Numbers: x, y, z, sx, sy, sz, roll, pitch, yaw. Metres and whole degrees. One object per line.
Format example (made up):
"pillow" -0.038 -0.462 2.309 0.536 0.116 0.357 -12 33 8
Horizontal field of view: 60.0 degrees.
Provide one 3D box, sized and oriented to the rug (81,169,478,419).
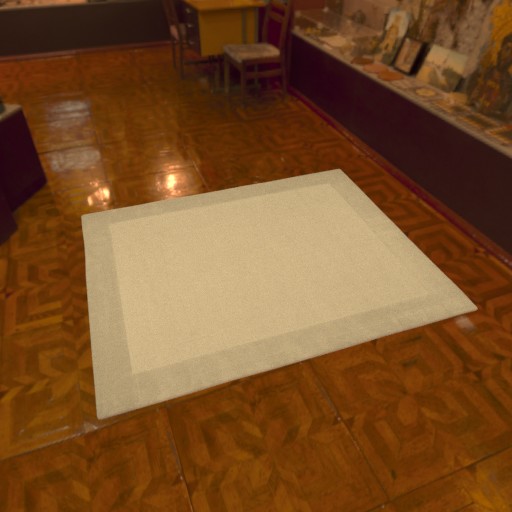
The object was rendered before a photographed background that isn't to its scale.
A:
"rug" 0.000 0.000 4.069 2.976 0.018 2.430 -12 41 -15
